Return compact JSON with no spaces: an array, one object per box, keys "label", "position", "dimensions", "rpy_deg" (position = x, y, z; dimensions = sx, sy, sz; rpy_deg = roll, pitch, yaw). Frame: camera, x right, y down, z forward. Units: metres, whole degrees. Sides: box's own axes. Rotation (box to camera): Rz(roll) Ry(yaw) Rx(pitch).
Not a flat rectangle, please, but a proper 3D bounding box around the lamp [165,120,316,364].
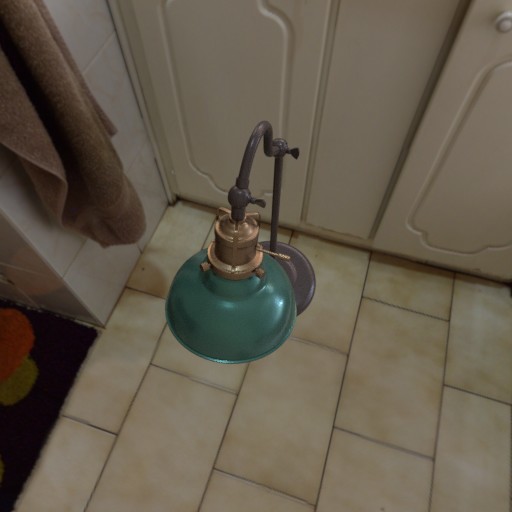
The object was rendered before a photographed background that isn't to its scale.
[{"label":"lamp","position":[0.000,0.000,0.683],"dimensions":[0.192,0.508,0.374],"rpy_deg":[18,61,10]}]
